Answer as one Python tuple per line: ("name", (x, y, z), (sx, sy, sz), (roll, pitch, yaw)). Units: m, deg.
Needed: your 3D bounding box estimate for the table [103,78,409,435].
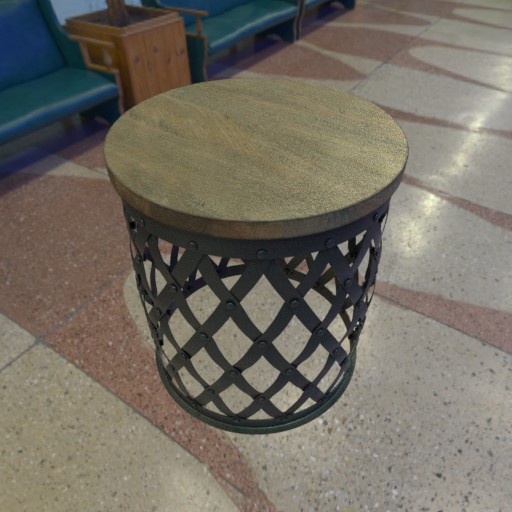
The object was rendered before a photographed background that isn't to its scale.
("table", (0.000, 0.000, 0.755), (0.405, 0.454, 0.405), (0, 42, 0))
